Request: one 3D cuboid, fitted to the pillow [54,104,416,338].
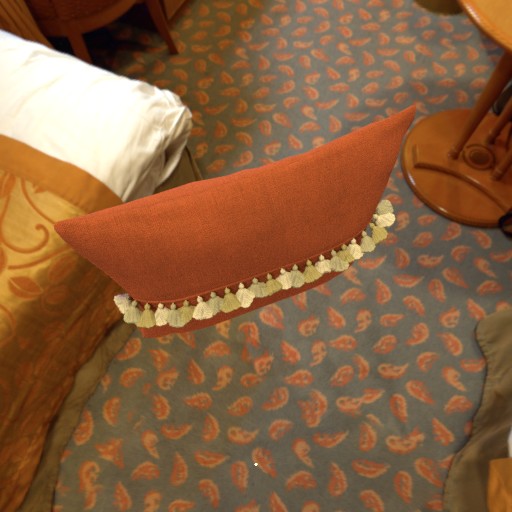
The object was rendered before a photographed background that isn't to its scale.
[{"bbox_3d":[0.000,0.000,0.739,0.490,0.482,0.165,-20,66,-9],"label":"pillow"}]
